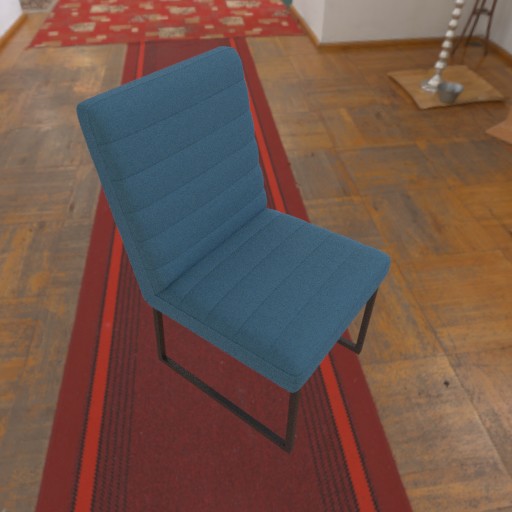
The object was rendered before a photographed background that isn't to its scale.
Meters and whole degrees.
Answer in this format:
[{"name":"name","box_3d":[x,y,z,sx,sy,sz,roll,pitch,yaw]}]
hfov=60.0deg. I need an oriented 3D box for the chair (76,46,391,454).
[{"name":"chair","box_3d":[0.000,0.000,1.272,0.634,0.930,0.520,27,49,26]}]
